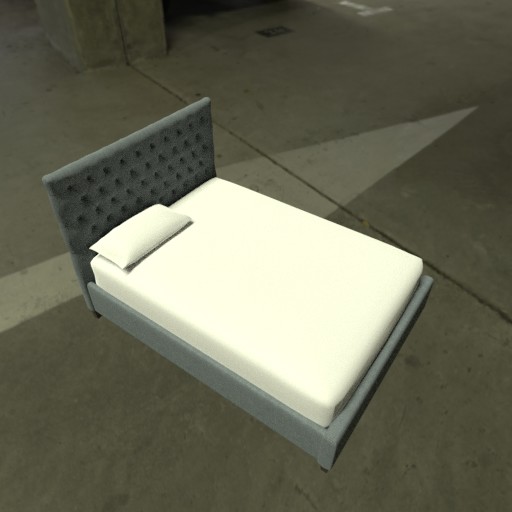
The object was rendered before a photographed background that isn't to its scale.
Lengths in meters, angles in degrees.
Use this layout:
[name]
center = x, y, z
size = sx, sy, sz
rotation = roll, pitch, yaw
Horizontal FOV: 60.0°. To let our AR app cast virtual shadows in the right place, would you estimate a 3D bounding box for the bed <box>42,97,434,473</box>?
[bed]
center = 0.000, 0.000, 3.388
size = 2.335, 1.411, 1.698
rotation = 25, 47, 26
